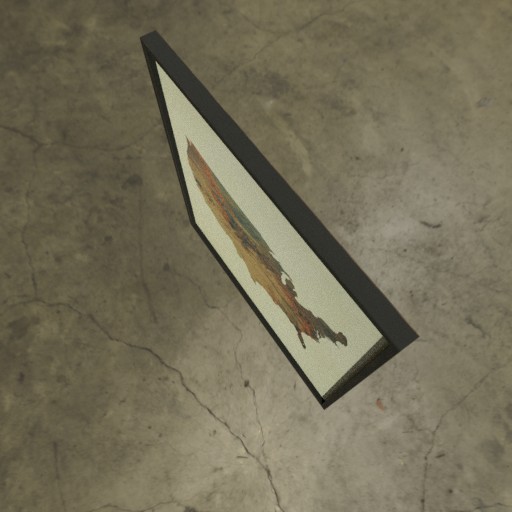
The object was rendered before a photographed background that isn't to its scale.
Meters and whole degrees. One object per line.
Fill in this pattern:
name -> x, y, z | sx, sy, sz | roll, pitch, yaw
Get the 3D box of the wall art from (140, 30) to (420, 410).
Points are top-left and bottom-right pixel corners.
wall art -> 0.000, 0.000, 1.099 | 0.038, 0.762, 0.762 | -32, 69, -14
